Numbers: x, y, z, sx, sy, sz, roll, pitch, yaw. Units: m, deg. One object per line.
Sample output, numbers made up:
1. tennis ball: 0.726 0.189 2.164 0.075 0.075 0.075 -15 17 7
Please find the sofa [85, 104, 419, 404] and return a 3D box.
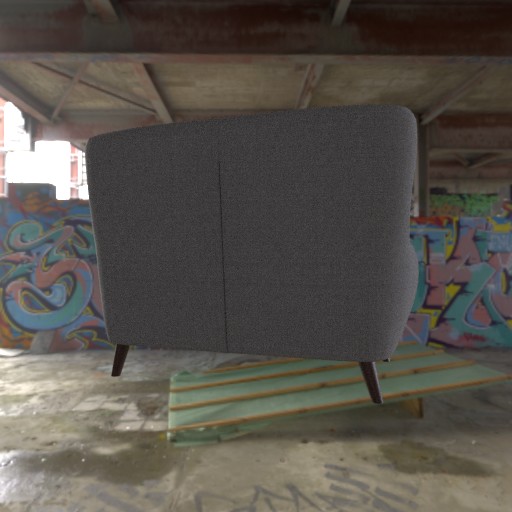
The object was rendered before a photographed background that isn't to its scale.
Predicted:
1. sofa: 0.000 0.000 2.000 1.386 1.028 0.884 0 0 19
